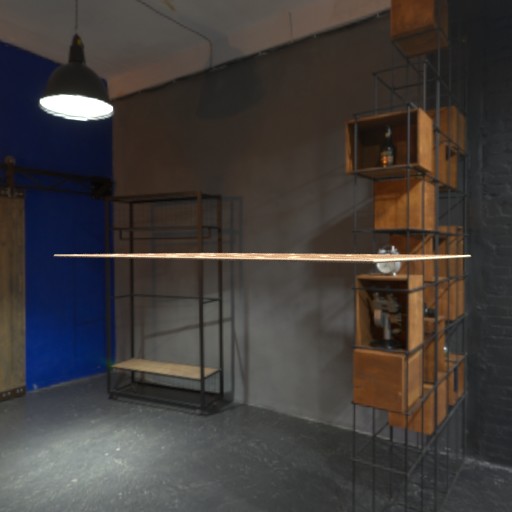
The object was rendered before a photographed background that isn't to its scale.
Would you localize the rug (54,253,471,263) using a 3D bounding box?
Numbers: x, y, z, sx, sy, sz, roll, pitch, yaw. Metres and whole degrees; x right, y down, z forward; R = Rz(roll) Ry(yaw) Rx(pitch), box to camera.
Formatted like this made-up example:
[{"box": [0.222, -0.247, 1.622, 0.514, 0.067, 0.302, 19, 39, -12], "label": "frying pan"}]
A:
[{"box": [0.000, 0.000, 2.902, 2.294, 0.014, 1.528, 1, 1, 38], "label": "rug"}]
